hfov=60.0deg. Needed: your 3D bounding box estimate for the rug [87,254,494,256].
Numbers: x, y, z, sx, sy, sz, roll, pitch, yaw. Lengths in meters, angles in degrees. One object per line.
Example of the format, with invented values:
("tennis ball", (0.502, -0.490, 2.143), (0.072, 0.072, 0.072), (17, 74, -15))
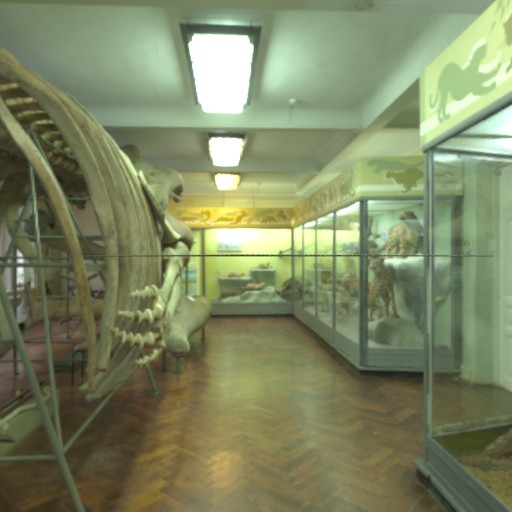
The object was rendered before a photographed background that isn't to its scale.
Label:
("rug", (0.000, 0.000, 5.102), (2.894, 0.011, 3.957), (0, 0, -34))
